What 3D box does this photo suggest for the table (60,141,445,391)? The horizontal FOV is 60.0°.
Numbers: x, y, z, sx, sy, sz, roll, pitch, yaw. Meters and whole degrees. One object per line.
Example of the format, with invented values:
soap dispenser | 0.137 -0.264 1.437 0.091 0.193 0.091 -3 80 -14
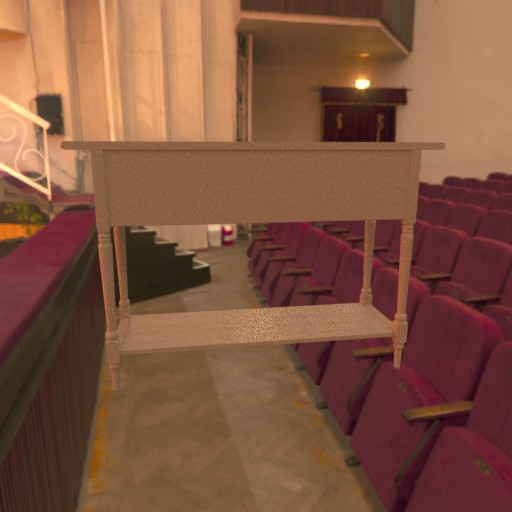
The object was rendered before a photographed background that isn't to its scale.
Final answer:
table | 0.000 0.000 1.635 1.197 0.808 0.384 -2 13 -9
